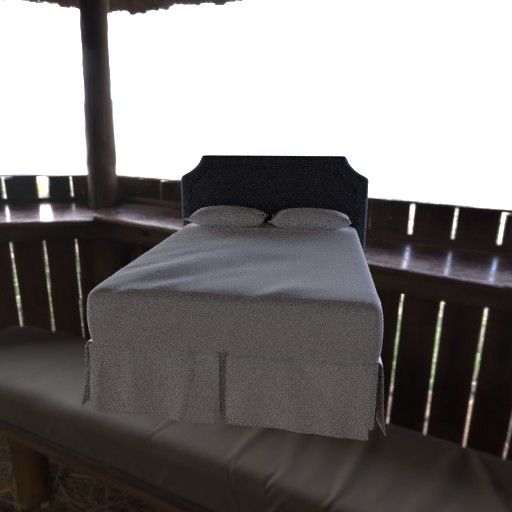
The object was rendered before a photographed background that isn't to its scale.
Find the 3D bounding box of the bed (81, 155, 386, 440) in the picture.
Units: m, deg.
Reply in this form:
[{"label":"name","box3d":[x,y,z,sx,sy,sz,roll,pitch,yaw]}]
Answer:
[{"label":"bed","box3d":[0.000,0.000,3.117,1.693,1.290,2.116,2,16,8]}]
